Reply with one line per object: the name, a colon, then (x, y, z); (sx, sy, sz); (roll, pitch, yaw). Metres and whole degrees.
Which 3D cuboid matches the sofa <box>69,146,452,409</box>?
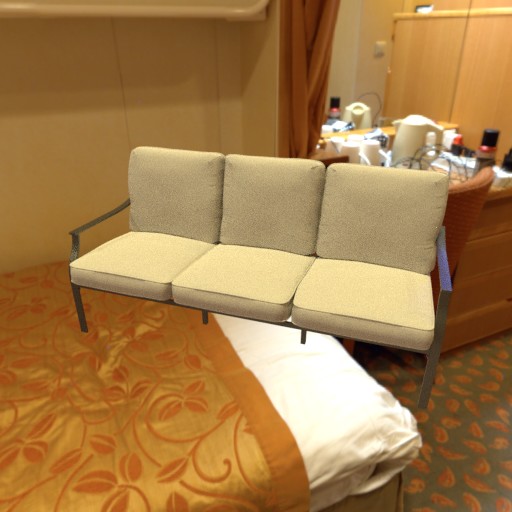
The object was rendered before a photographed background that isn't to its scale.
sofa: (0.000, 0.000, 2.202); (1.740, 0.860, 0.787); (8, 28, 16)
